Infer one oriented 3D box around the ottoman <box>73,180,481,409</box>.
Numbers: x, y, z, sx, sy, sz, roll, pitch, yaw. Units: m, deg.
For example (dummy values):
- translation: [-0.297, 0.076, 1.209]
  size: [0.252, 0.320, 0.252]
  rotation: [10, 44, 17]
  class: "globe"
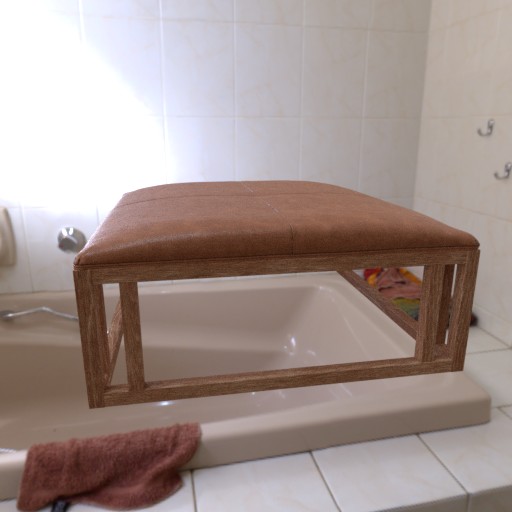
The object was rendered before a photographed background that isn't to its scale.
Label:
- translation: [0.000, 0.000, 1.583]
  size: [1.013, 0.442, 1.016]
  rotation: [-3, 16, -10]
  class: "ottoman"
